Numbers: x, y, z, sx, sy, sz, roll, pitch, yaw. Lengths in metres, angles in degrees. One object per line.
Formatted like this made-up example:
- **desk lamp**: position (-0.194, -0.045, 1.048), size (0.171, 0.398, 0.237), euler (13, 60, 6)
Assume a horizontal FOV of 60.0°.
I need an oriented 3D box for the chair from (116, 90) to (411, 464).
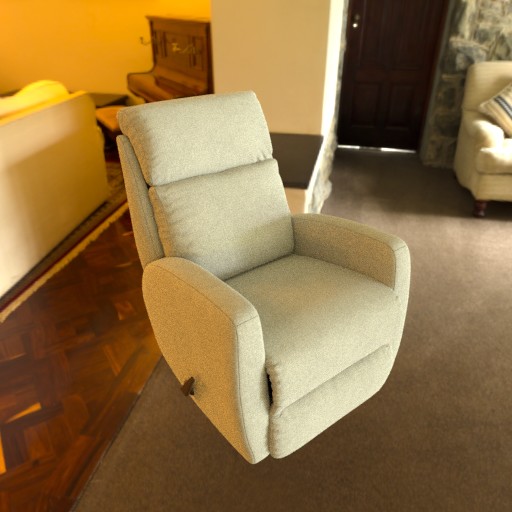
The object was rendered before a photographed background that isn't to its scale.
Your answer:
- **chair**: position (0.000, 0.000, 1.639), size (0.812, 1.015, 0.941), euler (-21, 36, -32)
